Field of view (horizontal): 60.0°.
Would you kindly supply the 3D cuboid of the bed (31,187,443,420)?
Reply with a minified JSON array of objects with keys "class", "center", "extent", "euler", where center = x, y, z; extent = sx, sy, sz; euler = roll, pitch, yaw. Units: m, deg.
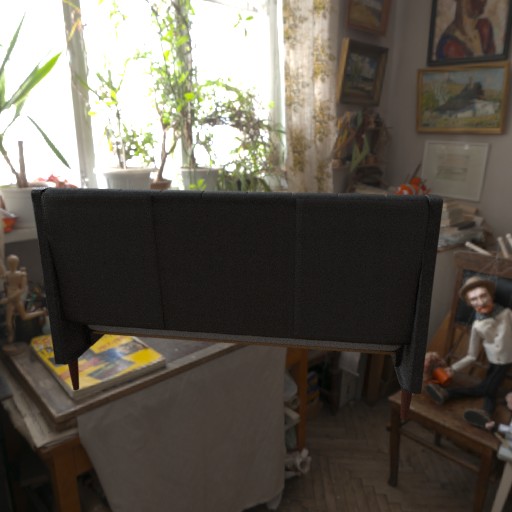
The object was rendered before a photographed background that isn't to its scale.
[{"class":"bed","center":[0.000,0.000,3.103],"extent":[1.903,1.158,2.031],"euler":[2,16,8]}]
